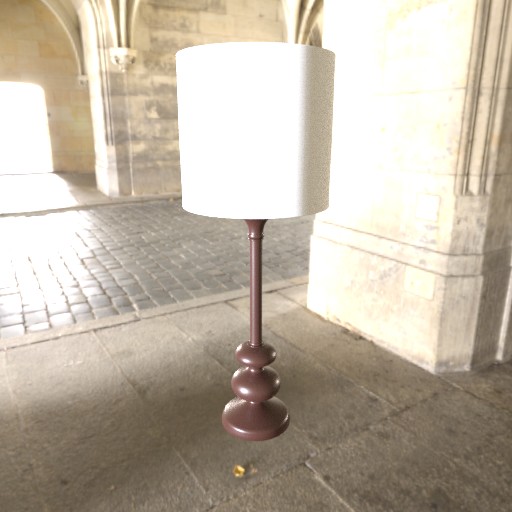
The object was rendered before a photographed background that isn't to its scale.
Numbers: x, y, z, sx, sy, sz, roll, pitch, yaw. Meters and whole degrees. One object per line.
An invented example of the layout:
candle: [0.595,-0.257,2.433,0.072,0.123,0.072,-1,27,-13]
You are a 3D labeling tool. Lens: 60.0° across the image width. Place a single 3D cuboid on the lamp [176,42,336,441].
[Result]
lamp: [0.000,0.000,0.804,0.254,0.690,0.254,3,16,11]
